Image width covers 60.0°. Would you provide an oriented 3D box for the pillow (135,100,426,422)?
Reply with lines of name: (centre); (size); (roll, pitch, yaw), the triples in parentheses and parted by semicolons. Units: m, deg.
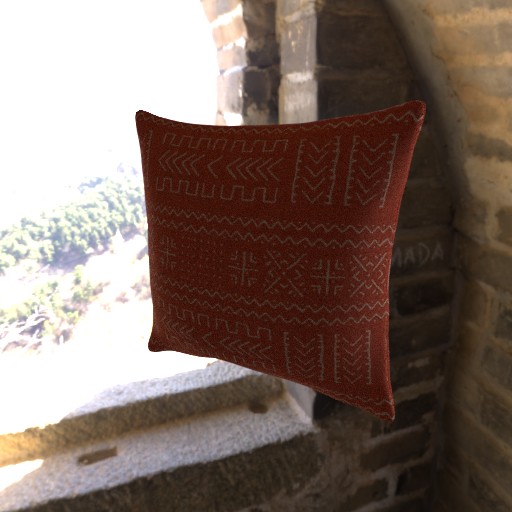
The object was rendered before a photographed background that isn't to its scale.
pillow: (0.000, 0.000, 0.661); (0.438, 0.429, 0.164); (8, 18, 26)
